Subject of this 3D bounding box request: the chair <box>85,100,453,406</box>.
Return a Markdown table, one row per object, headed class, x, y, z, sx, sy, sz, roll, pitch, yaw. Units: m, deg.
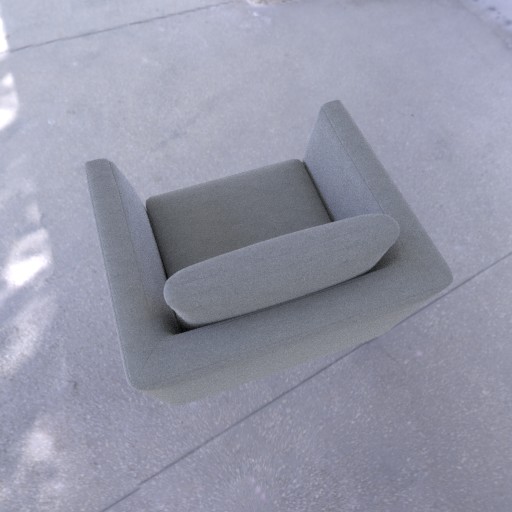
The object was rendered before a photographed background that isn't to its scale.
| class | x | y | z | sx | sy | sz | roll | pitch | yaw |
| --- | --- | --- | --- | --- | --- | --- | --- | --- | --- |
| chair | 0.000 | 0.000 | 1.707 | 1.041 | 0.864 | 0.889 | -17 | 61 | -10 |
